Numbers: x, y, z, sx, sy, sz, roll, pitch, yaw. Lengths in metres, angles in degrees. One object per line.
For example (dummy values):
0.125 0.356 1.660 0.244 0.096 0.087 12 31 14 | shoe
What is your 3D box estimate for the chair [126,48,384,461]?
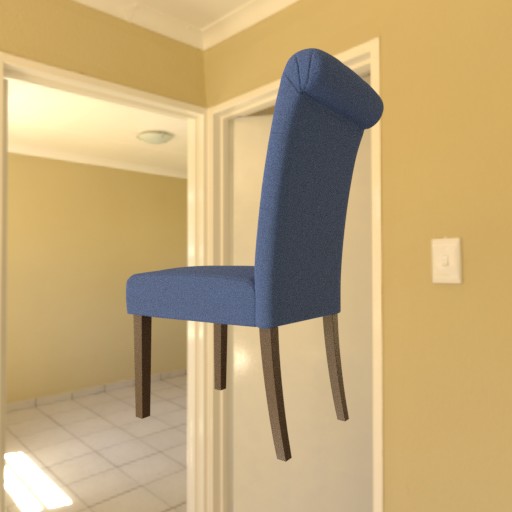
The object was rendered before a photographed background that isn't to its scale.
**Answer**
0.000 0.000 1.361 0.671 1.006 0.456 0 -1 36 | chair
